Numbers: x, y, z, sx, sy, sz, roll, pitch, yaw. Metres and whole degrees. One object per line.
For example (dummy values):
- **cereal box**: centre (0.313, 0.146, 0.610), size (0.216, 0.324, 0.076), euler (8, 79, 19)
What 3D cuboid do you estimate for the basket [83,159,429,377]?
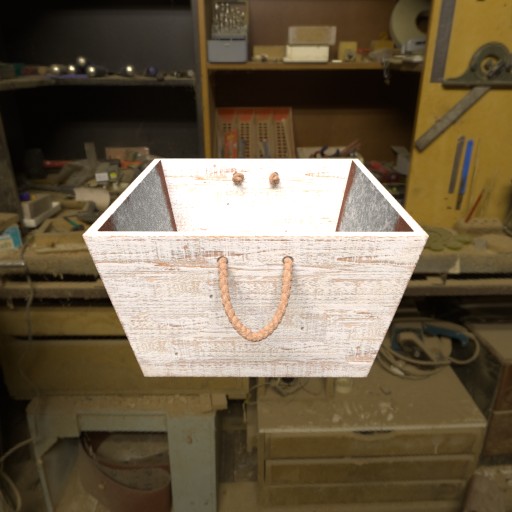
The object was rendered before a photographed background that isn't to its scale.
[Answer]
- **basket**: centre (0.000, 0.000, 0.766), size (0.413, 0.247, 0.545), euler (0, 25, 0)
